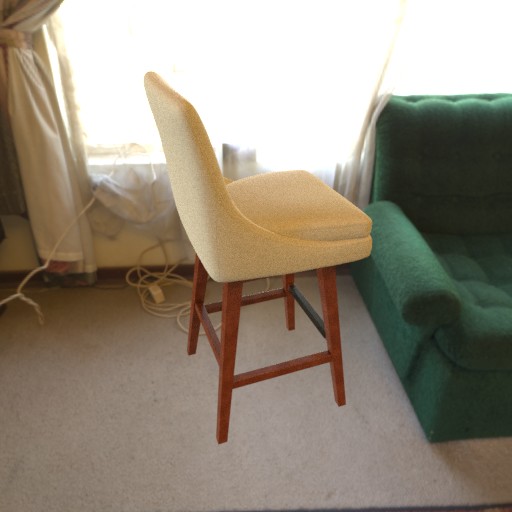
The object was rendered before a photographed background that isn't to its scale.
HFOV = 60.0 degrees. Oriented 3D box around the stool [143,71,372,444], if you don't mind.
[{"bbox_3d":[0.000,0.000,1.430,0.559,1.092,0.470,-11,32,-17],"label":"stool"}]
